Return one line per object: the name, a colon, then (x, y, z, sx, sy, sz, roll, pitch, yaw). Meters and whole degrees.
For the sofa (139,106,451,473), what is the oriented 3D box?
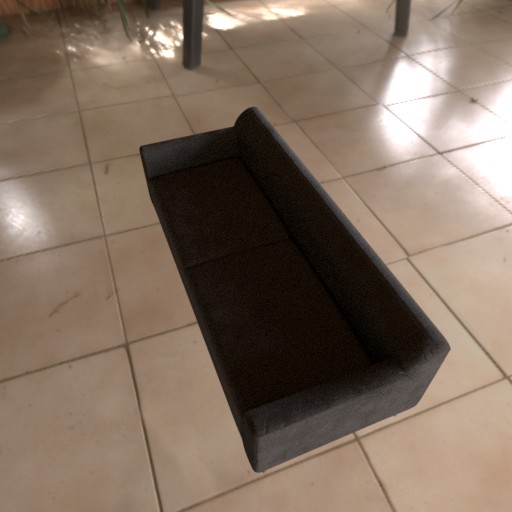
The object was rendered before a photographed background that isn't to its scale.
sofa: (0.000, 0.000, 2.671, 0.900, 0.740, 2.190, -16, 49, -15)
